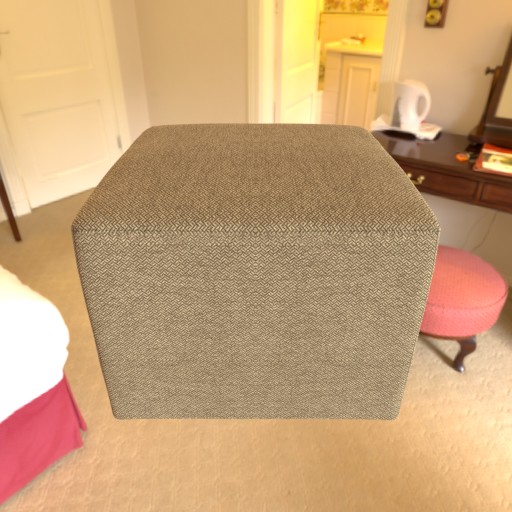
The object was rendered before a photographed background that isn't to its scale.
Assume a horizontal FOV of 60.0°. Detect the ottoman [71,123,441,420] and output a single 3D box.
[{"bbox_3d":[0.000,0.000,0.903,0.519,0.453,0.512,0,31,0],"label":"ottoman"}]
